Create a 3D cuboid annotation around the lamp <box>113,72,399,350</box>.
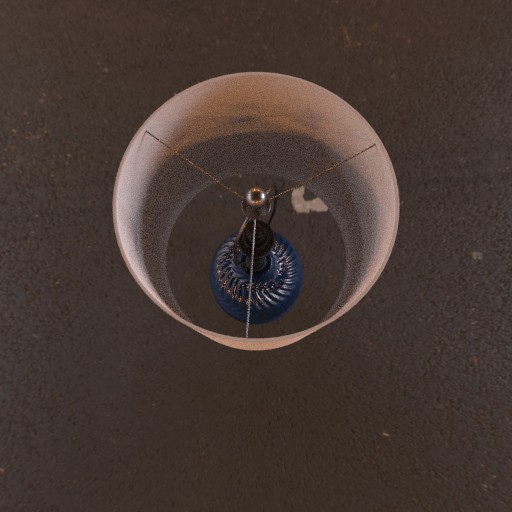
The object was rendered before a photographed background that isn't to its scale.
[{"bbox_3d":[0.000,0.000,0.488,0.203,0.368,0.203,33,79,8],"label":"lamp"}]
